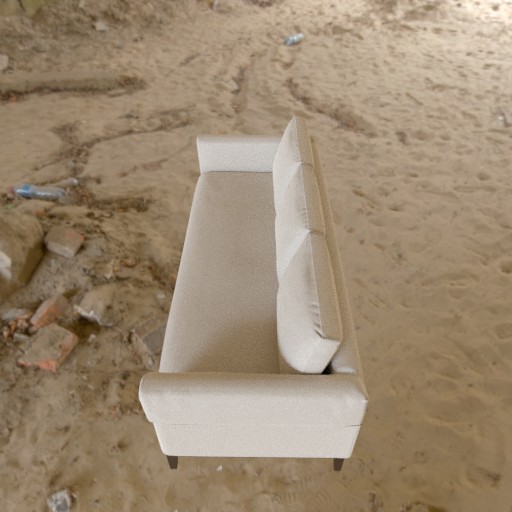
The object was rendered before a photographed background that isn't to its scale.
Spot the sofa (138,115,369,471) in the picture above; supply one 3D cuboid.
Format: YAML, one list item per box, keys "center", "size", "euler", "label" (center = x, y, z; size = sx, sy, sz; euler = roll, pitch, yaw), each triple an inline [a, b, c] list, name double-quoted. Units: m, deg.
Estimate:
- center: [0.000, 0.000, 2.657]
  size: [0.902, 0.911, 2.198]
  euler: [0, 42, 0]
  label: "sofa"
